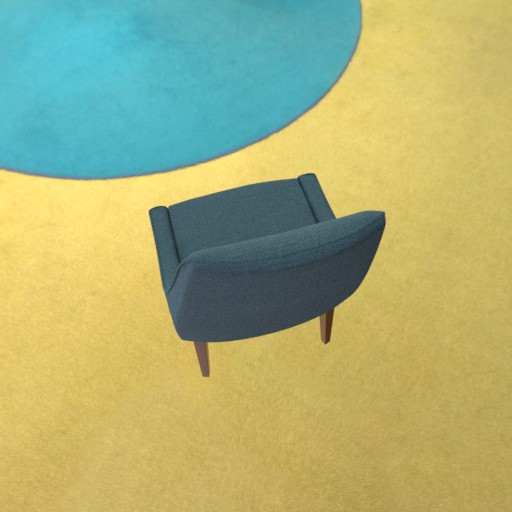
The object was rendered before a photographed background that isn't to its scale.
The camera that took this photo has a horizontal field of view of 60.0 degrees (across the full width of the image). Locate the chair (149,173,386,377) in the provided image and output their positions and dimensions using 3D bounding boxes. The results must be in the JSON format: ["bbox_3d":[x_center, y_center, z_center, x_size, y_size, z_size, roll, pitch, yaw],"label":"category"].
[{"bbox_3d":[0.000,0.000,1.225,0.529,0.861,0.544,-14,60,-8],"label":"chair"}]
